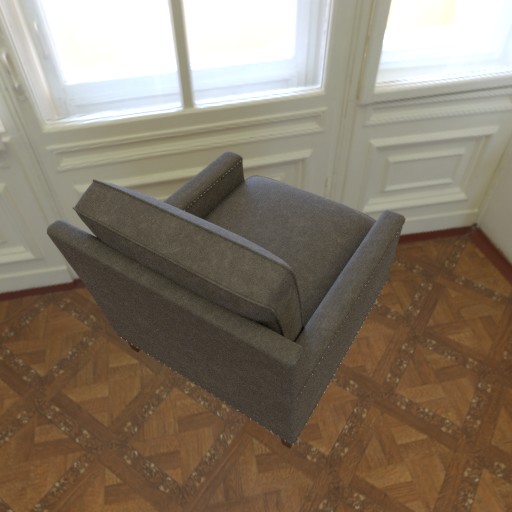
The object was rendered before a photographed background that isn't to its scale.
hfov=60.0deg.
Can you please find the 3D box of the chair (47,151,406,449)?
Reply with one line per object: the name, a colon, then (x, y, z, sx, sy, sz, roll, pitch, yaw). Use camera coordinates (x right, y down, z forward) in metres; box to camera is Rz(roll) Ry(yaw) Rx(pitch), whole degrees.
chair: (0.000, 0.000, 1.684, 0.853, 0.948, 1.014, 25, 51, 22)
